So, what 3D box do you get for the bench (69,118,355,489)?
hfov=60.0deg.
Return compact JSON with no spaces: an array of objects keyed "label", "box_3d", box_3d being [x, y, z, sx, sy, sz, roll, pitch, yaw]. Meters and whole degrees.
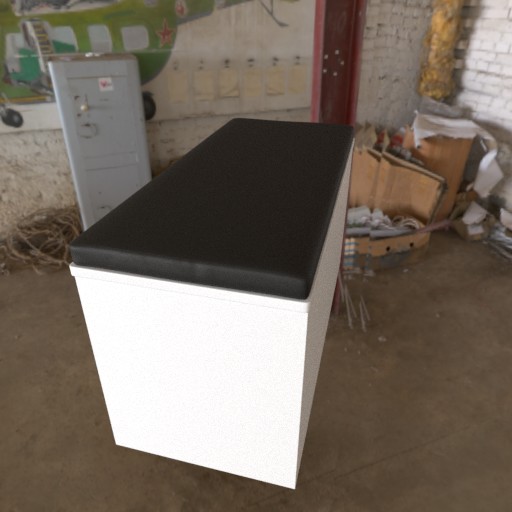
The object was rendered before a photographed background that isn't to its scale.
[{"label":"bench","box_3d":[0.000,0.000,1.162,0.401,0.500,0.899,8,31,13]}]
